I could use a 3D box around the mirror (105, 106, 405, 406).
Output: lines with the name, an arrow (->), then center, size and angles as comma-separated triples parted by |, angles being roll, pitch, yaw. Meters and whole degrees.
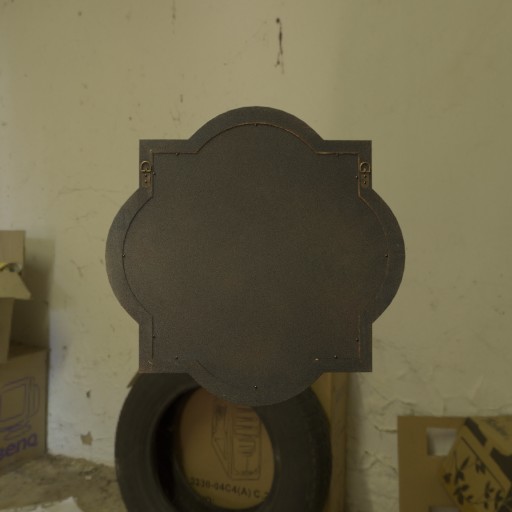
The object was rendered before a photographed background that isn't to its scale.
mirror -> 0.000, 0.000, 1.045 | 0.686, 0.686, 0.019 | 0, 0, -1
